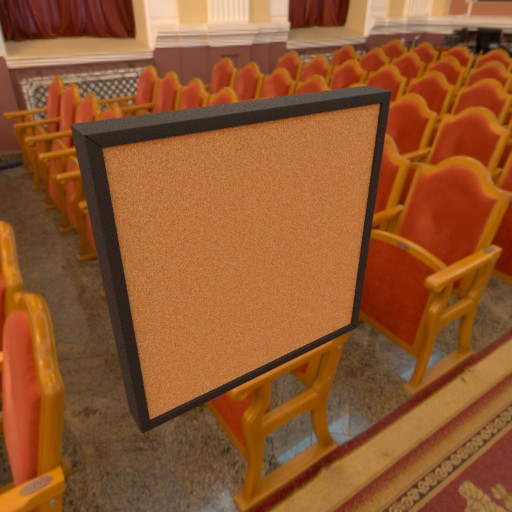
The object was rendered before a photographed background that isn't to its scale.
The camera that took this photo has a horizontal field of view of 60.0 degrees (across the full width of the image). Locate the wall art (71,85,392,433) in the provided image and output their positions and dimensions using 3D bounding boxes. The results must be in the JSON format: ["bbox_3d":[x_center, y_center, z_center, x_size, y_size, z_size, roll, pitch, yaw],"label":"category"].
[{"bbox_3d":[0.000,0.000,0.462,0.305,0.305,0.037,-18,35,-29],"label":"wall art"}]
